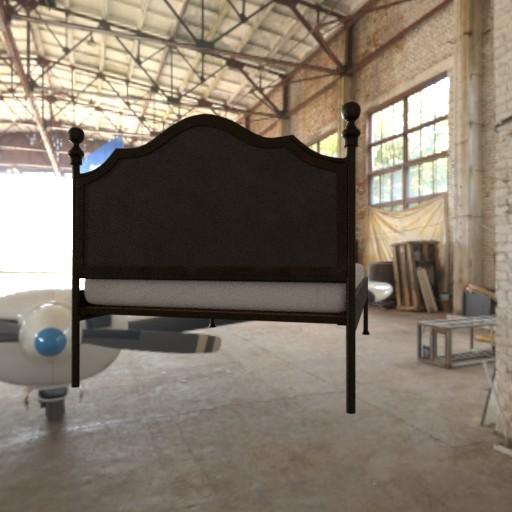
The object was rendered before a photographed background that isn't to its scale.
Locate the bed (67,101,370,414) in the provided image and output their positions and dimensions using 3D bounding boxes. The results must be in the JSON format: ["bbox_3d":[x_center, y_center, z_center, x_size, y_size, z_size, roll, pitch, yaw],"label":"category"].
[{"bbox_3d":[0.000,0.000,3.367,1.642,1.499,2.224,0,0,16],"label":"bed"}]
